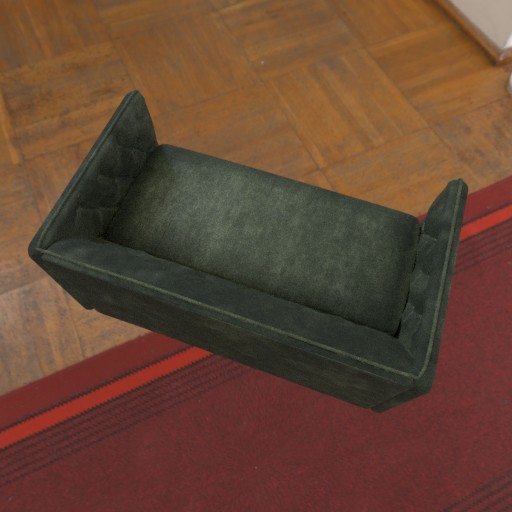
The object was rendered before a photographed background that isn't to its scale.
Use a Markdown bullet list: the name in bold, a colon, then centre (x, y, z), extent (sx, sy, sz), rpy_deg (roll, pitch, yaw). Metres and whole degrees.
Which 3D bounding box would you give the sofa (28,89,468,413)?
- **sofa**: centre (0.000, 0.000, 2.032), extent (1.537, 0.768, 0.895), rpy_deg (18, 66, 8)
